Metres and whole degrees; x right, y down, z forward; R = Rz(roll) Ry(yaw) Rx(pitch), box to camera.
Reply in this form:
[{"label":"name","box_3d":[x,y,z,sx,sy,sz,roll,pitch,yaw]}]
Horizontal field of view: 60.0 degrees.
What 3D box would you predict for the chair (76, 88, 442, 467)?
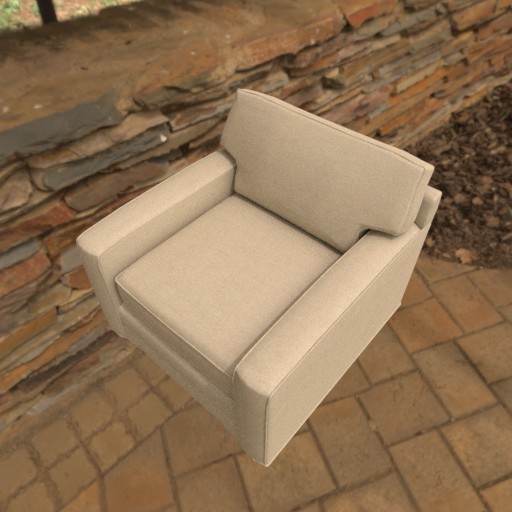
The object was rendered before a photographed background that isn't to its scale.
[{"label":"chair","box_3d":[0.000,0.000,1.847,0.998,0.913,1.043,33,55,27]}]
